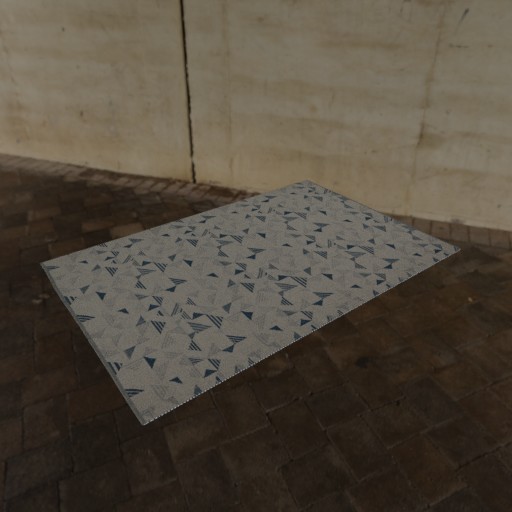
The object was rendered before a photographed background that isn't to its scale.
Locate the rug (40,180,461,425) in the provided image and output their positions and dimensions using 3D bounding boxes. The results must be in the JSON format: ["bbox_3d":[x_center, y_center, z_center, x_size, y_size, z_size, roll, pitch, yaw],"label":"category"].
[{"bbox_3d":[0.000,0.000,2.298,1.835,0.003,1.206,-22,38,-31],"label":"rug"}]
